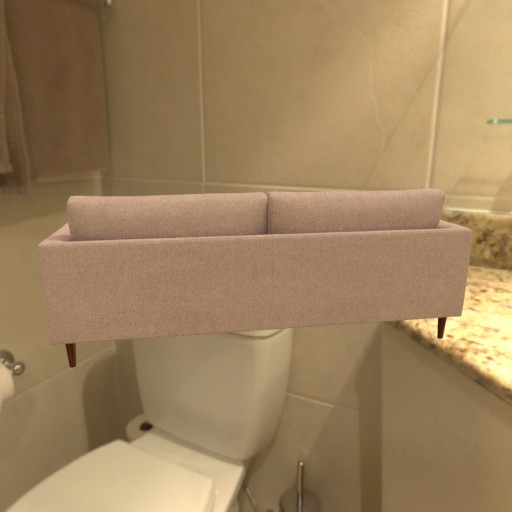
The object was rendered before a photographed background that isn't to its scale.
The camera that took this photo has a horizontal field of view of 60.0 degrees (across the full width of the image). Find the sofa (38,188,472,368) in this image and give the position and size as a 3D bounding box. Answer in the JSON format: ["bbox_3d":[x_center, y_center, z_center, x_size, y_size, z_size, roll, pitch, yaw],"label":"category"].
[{"bbox_3d":[0.000,0.000,2.761,2.250,0.868,1.020,-2,15,-9],"label":"sofa"}]
